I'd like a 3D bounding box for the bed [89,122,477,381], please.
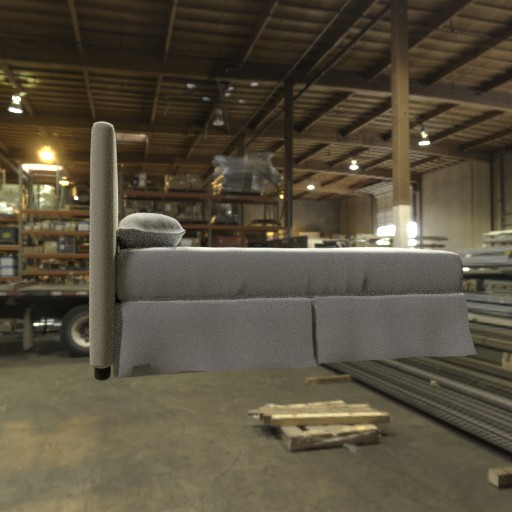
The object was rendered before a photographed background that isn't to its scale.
[{"bbox_3d":[0.000,0.000,3.465,2.341,1.317,2.119,0,-1,-17],"label":"bed"}]
